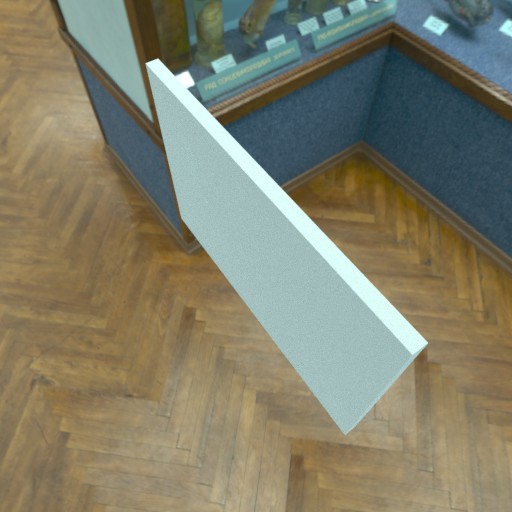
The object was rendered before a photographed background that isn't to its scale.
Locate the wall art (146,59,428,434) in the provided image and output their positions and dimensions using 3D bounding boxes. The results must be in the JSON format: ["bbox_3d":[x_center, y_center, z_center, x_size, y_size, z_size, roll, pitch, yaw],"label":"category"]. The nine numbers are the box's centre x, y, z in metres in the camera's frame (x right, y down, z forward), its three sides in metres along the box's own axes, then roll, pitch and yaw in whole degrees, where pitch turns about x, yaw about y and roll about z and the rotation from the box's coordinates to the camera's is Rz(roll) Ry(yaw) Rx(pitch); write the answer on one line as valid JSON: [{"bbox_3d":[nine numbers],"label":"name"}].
[{"bbox_3d":[0.000,0.000,1.671,0.051,0.902,1.308,-30,62,-18],"label":"wall art"}]
